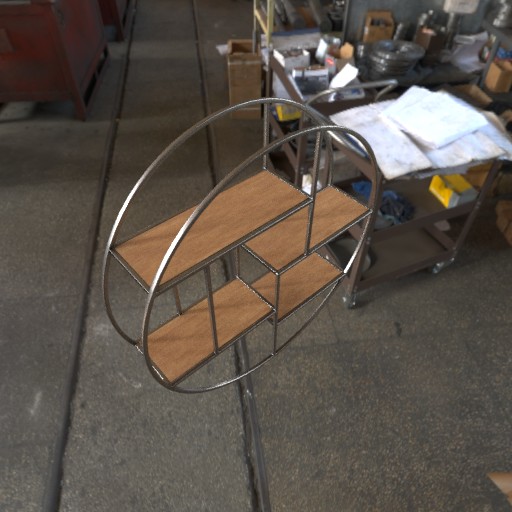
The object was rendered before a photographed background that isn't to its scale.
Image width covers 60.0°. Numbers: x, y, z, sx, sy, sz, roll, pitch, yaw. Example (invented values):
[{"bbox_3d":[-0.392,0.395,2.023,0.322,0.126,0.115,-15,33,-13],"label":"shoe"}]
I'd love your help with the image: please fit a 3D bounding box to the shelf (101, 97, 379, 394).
[{"bbox_3d":[0.000,0.000,1.339,0.888,0.888,0.202,-32,54,-28],"label":"shelf"}]
